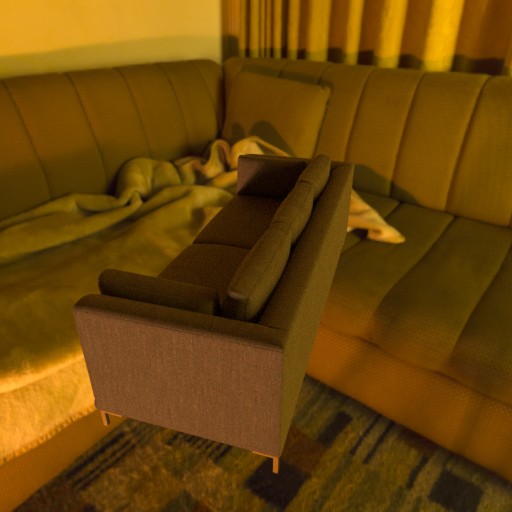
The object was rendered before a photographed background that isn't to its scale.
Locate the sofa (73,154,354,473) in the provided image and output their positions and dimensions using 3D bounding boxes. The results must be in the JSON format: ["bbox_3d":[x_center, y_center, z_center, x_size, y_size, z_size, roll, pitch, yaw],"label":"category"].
[{"bbox_3d":[0.000,0.000,2.945,0.969,0.867,2.415,9,30,15],"label":"sofa"}]
